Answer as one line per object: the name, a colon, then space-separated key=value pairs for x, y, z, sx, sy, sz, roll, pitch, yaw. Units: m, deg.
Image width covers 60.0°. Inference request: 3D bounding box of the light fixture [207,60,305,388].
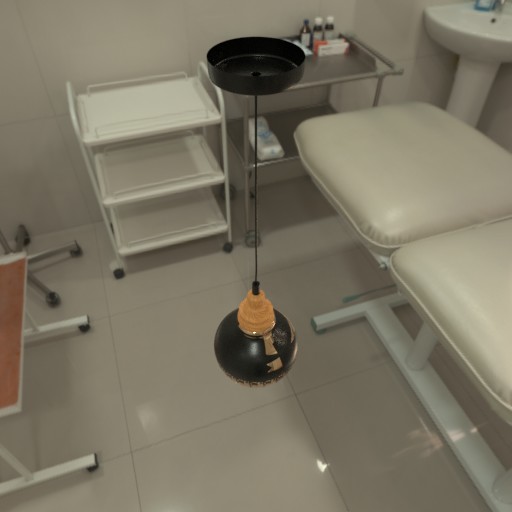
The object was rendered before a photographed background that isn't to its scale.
light fixture: x=0.000 y=0.000 z=1.810 sx=0.430 sy=1.606 sz=0.430 roll=-15 pitch=48 yaw=-14
